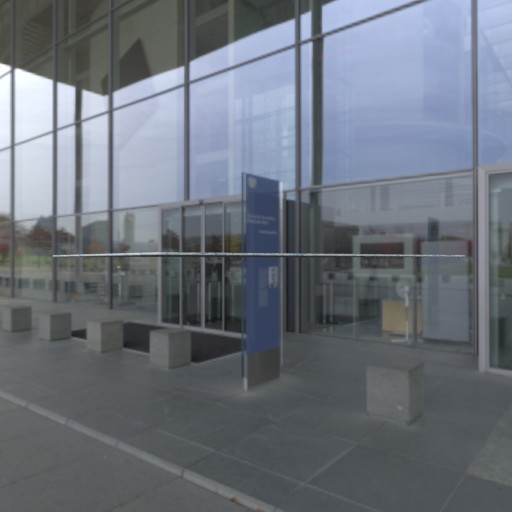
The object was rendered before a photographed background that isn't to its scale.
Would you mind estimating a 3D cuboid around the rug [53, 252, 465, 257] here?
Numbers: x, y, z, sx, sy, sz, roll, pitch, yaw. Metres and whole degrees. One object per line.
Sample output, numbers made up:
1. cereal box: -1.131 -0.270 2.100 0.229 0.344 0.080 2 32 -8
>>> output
1. rug: 0.000 0.000 4.186 3.056 0.013 2.441 0 0 -36
